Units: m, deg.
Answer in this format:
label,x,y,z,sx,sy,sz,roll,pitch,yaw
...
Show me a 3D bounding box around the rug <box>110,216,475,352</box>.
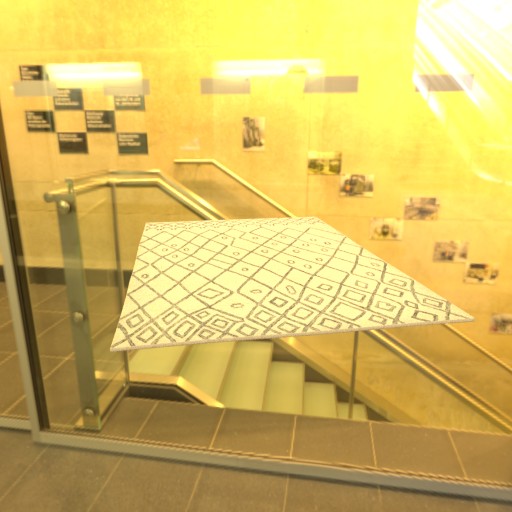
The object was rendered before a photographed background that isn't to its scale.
label,x,y,z,sx,sy,sz,roll,pitch,yaw
rug,0.000,0.000,2.296,1.222,0.015,1.828,-3,17,-10
